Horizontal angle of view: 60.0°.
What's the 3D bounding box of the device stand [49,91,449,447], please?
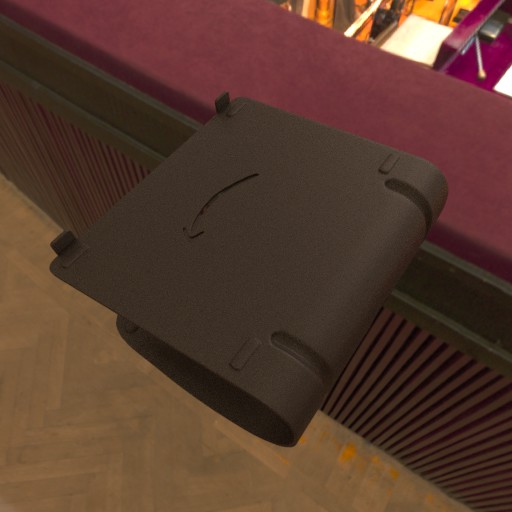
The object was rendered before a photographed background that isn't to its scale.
[{"bbox_3d":[0.000,0.000,0.406,0.236,0.155,0.256,32,63,18],"label":"device stand"}]
